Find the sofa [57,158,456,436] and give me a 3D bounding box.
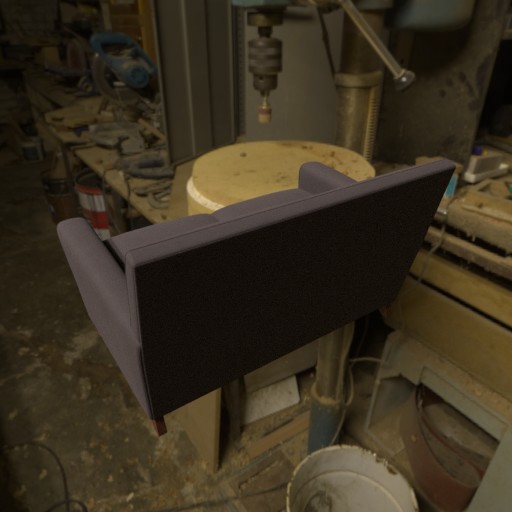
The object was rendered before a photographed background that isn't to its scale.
[{"bbox_3d":[0.000,0.000,1.951,1.420,0.846,0.871,-19,35,-29],"label":"sofa"}]
